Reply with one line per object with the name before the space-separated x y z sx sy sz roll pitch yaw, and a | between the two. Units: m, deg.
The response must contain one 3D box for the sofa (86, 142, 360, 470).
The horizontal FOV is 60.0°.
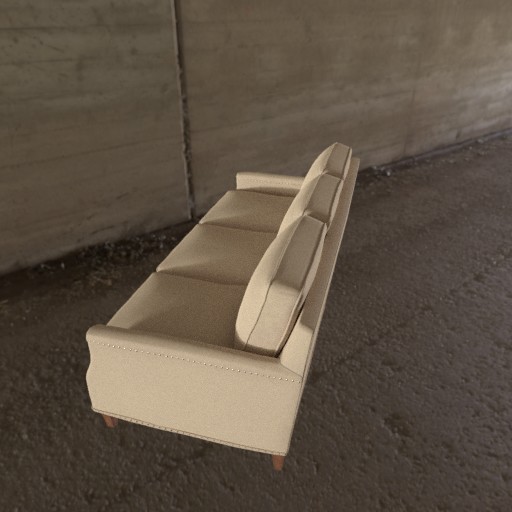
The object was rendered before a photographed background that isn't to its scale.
sofa | 0.000 0.000 2.824 1.084 1.003 2.246 8 31 14
